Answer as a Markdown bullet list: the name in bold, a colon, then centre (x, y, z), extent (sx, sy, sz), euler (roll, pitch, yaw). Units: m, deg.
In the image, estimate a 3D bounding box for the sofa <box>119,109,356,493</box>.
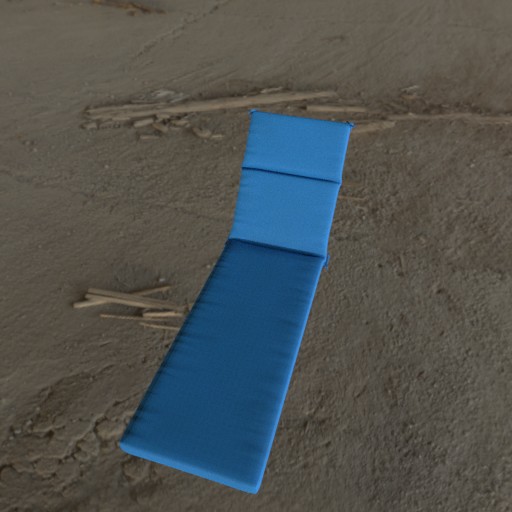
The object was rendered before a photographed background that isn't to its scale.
- **sofa**: centre (0.000, 0.000, 1.925), extent (0.582, 0.622, 1.663), euler (12, 43, 13)
